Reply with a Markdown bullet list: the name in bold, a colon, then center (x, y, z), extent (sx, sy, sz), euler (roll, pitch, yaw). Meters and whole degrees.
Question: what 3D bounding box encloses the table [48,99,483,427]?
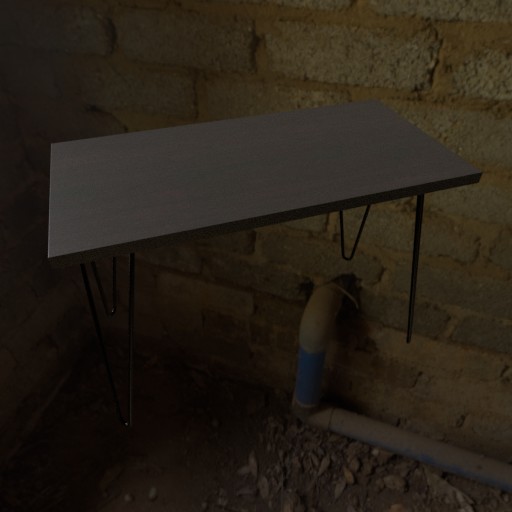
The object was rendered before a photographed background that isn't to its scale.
- **table**: center (0.000, 0.000, 1.344), extent (0.991, 0.660, 0.499), euler (-12, 42, -14)
